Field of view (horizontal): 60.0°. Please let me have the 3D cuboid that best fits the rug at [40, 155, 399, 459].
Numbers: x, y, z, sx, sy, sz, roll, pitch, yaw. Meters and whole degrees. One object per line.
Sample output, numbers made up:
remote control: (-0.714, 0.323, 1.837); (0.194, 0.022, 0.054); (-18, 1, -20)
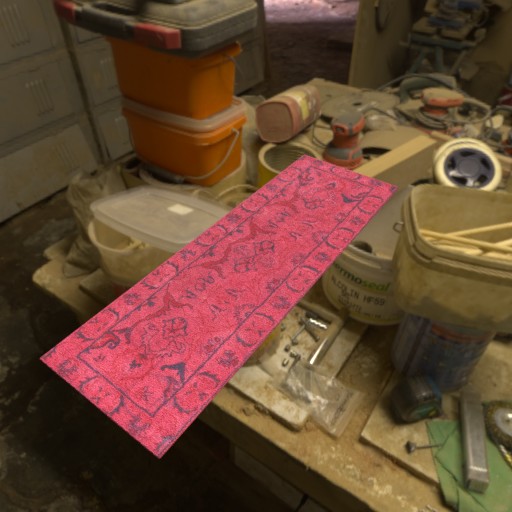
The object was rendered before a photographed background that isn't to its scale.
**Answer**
rug: (0.000, 0.000, 2.691); (0.813, 0.018, 2.439); (26, 48, 26)
